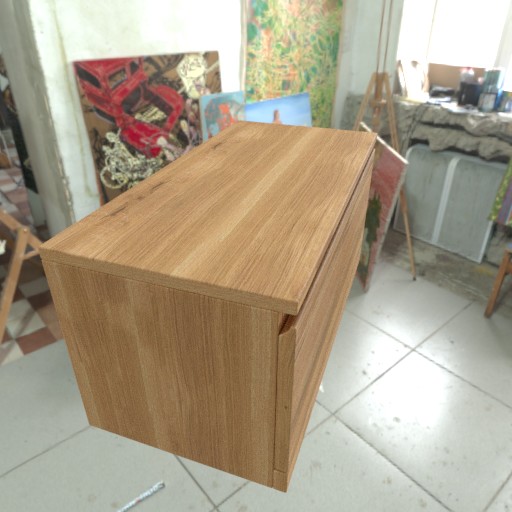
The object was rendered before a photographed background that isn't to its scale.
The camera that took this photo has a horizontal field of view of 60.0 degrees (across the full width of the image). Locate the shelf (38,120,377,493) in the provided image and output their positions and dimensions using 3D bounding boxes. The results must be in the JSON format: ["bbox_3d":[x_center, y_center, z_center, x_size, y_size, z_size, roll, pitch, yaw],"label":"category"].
[{"bbox_3d":[0.000,0.000,1.024,0.400,0.400,0.800,11,32,17],"label":"shelf"}]
